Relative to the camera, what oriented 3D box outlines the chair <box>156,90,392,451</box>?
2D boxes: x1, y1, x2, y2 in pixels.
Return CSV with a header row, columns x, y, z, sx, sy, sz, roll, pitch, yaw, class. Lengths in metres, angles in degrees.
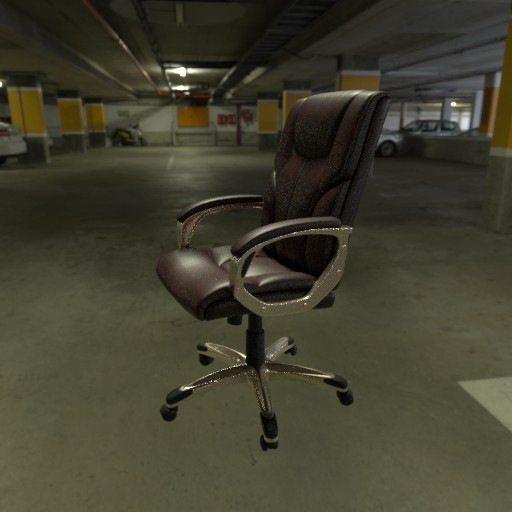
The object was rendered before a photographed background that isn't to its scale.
x,y,z,sx,sy,sz,roll,pitch,yaw,class
0.000,0.000,1.558,0.739,1.107,0.662,-8,18,-25,chair
